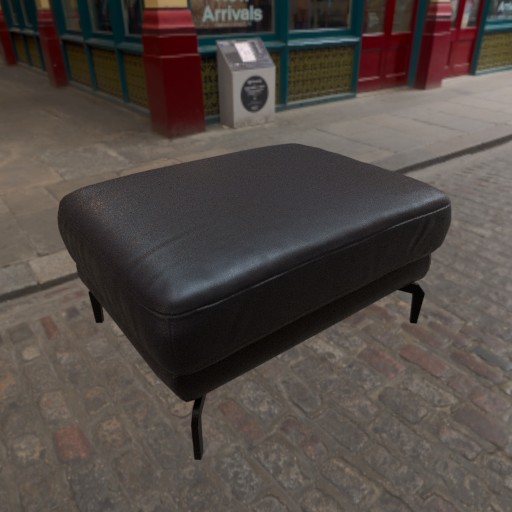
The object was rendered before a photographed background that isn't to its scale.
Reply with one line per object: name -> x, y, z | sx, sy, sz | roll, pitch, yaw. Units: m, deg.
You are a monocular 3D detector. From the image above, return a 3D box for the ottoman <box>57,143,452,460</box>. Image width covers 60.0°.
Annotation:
ottoman -> 0.000, 0.000, 1.077 | 0.764, 0.402, 0.570 | -21, 36, -32
